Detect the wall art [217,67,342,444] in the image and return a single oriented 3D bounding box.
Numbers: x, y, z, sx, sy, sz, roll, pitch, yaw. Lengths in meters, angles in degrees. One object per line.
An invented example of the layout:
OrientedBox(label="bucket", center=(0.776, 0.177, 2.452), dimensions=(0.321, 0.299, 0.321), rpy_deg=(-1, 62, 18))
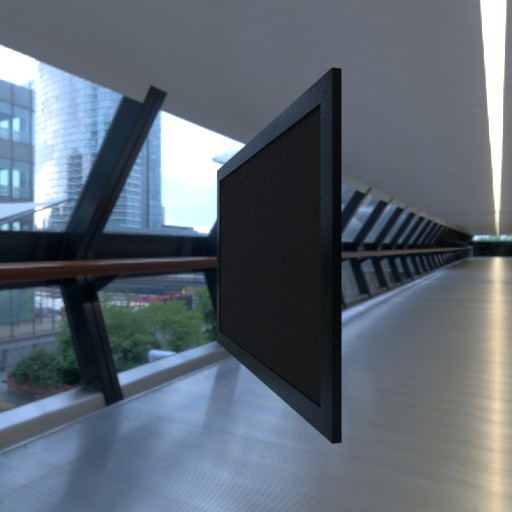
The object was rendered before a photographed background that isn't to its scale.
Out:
OrientedBox(label="wall art", center=(0.000, 0.000, 0.843), dimensions=(0.013, 0.447, 0.660), rpy_deg=(0, 0, -17))
